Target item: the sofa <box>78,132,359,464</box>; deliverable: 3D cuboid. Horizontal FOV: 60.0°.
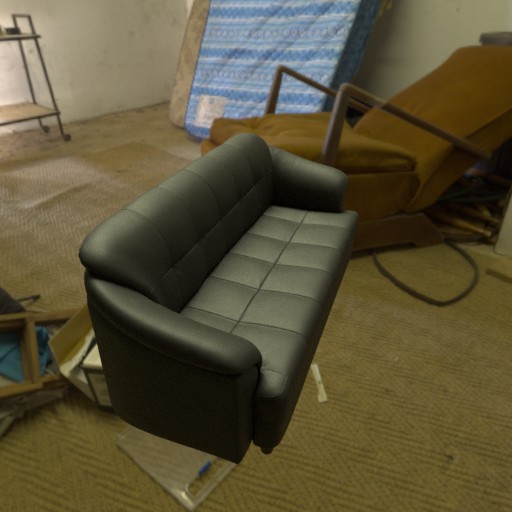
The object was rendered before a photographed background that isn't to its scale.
[{"bbox_3d":[0.000,0.000,2.206,0.800,0.811,1.829,11,32,17],"label":"sofa"}]
